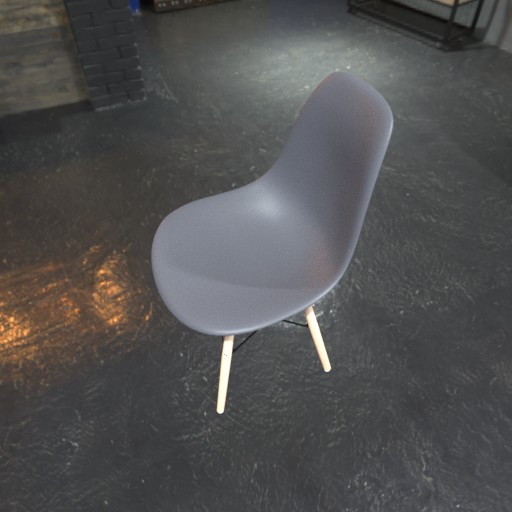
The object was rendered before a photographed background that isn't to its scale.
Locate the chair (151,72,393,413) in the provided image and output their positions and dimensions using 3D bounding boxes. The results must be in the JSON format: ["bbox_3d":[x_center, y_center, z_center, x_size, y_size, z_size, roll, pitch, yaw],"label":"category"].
[{"bbox_3d":[0.000,0.000,1.166,0.533,0.826,0.470,-17,49,-16],"label":"chair"}]
